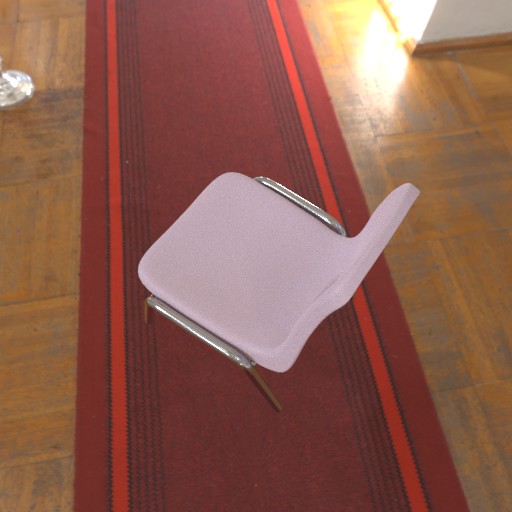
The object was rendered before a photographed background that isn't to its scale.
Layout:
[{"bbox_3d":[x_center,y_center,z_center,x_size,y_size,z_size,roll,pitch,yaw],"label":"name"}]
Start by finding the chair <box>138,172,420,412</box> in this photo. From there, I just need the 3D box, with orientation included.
[{"bbox_3d":[0.000,0.000,0.798,0.385,0.536,0.354,32,67,15],"label":"chair"}]
